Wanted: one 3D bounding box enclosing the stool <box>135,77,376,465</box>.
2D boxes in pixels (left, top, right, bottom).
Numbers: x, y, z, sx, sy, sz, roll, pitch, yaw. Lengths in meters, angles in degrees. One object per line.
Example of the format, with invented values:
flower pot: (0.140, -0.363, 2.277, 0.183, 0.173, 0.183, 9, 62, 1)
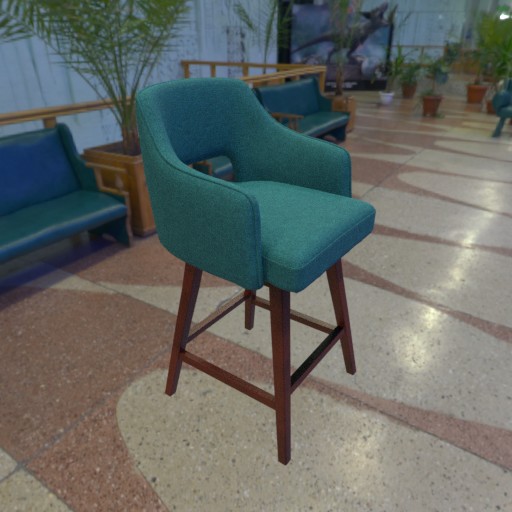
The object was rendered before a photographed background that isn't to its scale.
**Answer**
stool: (0.000, 0.000, 1.329, 0.556, 0.961, 0.548, 18, 32, 31)
